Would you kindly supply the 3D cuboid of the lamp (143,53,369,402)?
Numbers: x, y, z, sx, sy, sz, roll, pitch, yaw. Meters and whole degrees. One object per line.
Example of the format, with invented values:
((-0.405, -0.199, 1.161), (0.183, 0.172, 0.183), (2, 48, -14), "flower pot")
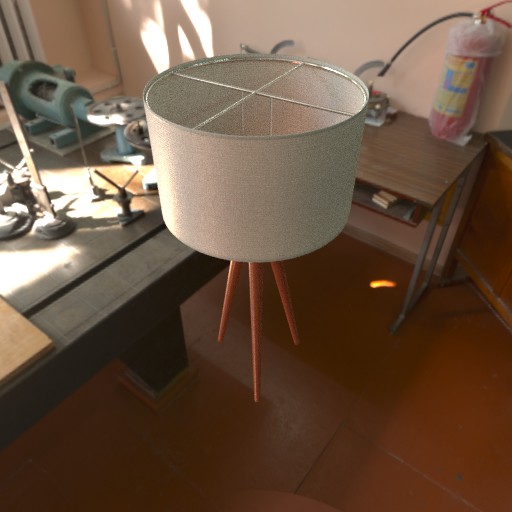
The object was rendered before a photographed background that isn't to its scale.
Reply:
((0.000, 0.000, 0.937), (0.354, 0.709, 0.355), (-12, 42, -13), "lamp")
